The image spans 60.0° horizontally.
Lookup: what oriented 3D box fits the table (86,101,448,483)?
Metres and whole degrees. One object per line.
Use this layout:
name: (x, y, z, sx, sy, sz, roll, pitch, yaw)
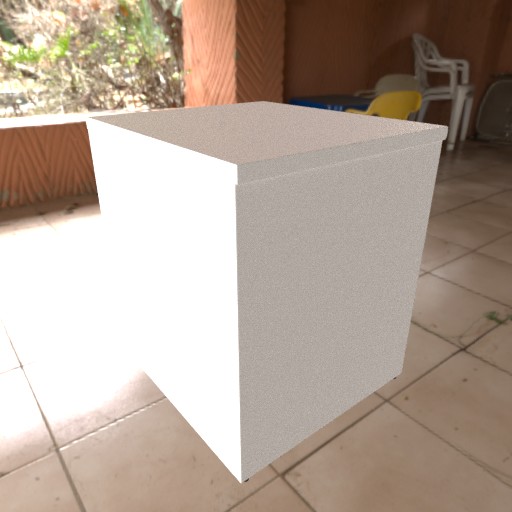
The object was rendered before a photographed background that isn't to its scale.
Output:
table: (0.000, 0.000, 0.782, 0.380, 0.460, 0.420, -19, 31, -34)
